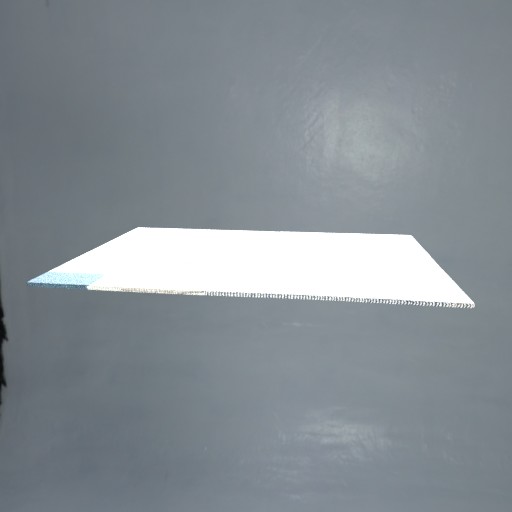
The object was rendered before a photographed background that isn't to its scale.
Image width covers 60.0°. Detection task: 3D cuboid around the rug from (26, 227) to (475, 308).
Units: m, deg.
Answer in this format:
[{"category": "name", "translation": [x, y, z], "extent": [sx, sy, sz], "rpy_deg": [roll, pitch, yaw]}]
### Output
[{"category": "rug", "translation": [0.000, 0.000, 2.384], "extent": [1.847, 0.020, 1.238], "rpy_deg": [2, 15, 8]}]
